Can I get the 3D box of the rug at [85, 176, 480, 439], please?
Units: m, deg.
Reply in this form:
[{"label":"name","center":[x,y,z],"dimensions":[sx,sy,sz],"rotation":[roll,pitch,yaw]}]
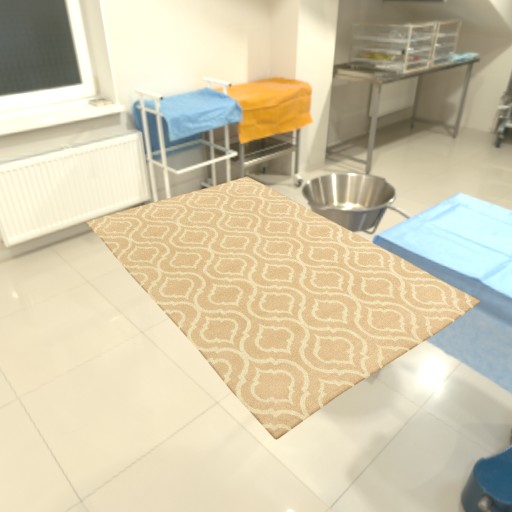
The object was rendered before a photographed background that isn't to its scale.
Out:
[{"label":"rug","center":[0.000,0.000,2.232],"dimensions":[1.152,0.013,1.761],"rotation":[-22,38,-30]}]
